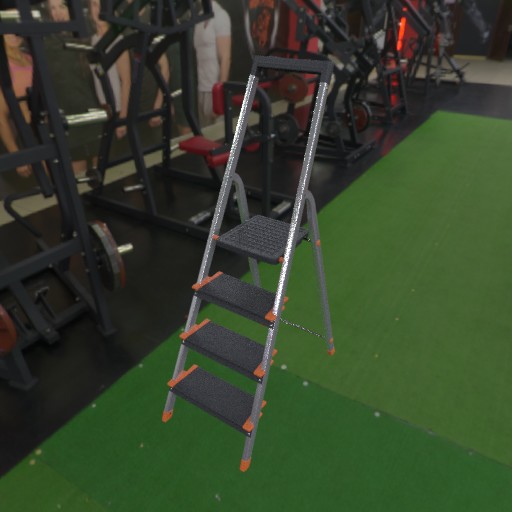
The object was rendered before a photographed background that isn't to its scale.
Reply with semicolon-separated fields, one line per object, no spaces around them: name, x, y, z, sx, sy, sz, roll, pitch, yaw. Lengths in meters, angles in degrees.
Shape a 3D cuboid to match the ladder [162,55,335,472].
ladder;0.000;0.000;1.793;0.452;1.429;0.834;19;35;29
